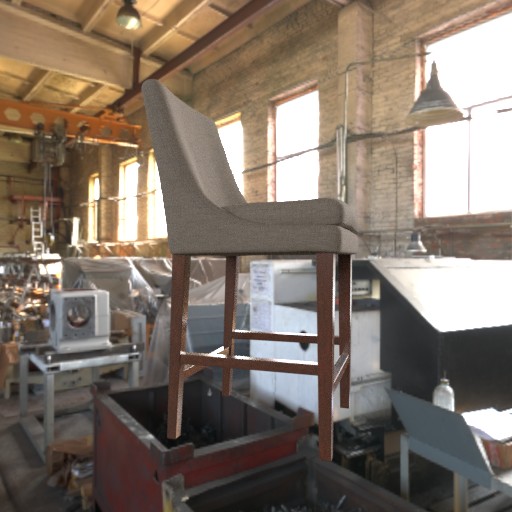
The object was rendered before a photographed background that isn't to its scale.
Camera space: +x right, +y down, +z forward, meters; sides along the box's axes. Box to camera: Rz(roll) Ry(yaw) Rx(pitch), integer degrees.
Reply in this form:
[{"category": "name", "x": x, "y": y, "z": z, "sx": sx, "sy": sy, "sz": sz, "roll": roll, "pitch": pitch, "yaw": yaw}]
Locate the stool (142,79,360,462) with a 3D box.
[{"category": "stool", "x": 0.000, "y": 0.000, "z": 1.332, "sx": 0.577, "sy": 0.981, "sz": 0.470, "roll": 0, "pitch": 0, "yaw": 18}]
